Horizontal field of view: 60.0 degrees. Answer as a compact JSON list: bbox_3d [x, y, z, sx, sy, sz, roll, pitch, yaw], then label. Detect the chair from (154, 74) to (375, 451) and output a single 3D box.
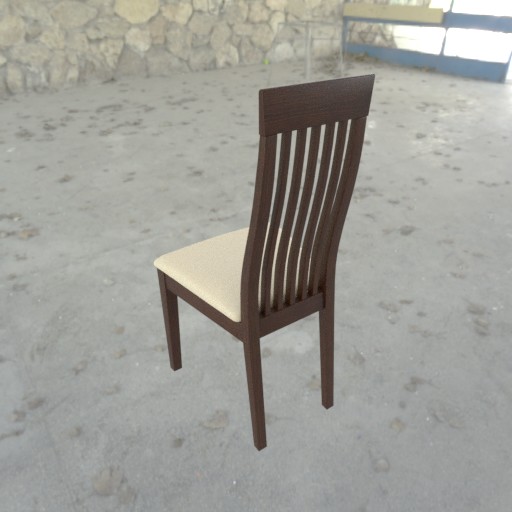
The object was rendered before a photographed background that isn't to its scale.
[{"bbox_3d":[0.000,0.000,1.290,0.460,1.027,0.474,-20,36,-29],"label":"chair"}]
